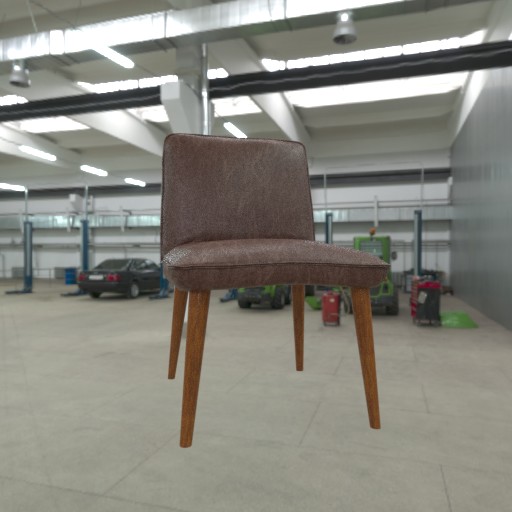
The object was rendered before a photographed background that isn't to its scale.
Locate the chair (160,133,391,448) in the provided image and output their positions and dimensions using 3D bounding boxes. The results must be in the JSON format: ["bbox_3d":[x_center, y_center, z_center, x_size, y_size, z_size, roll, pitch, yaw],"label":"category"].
[{"bbox_3d":[0.000,0.000,1.237,0.543,0.803,0.645,0,0,-18],"label":"chair"}]
